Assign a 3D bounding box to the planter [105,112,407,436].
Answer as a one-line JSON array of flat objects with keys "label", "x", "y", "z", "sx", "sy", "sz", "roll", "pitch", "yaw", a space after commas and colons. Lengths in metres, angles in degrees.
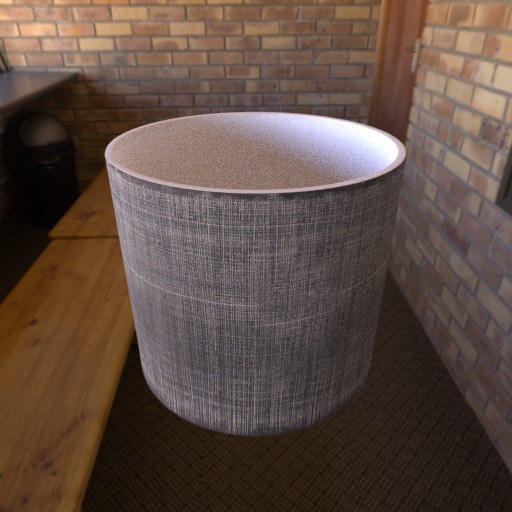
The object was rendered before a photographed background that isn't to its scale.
[{"label": "planter", "x": 0.000, "y": 0.000, "z": 0.387, "sx": 0.221, "sy": 0.201, "sz": 0.221, "roll": 0, "pitch": 29, "yaw": 0}]
